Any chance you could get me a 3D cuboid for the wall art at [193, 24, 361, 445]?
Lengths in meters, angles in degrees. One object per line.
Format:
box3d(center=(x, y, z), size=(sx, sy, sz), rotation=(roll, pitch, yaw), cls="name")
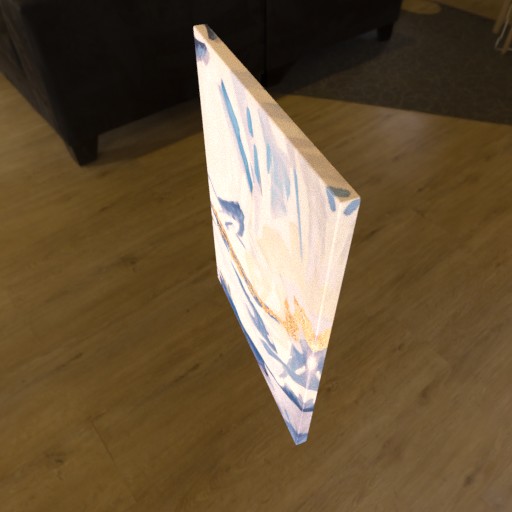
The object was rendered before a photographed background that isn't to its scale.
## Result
box3d(center=(0.000, 0.000, 1.288), size=(0.038, 1.015, 0.761), rotation=(-17, 50, -15), cls="wall art")
